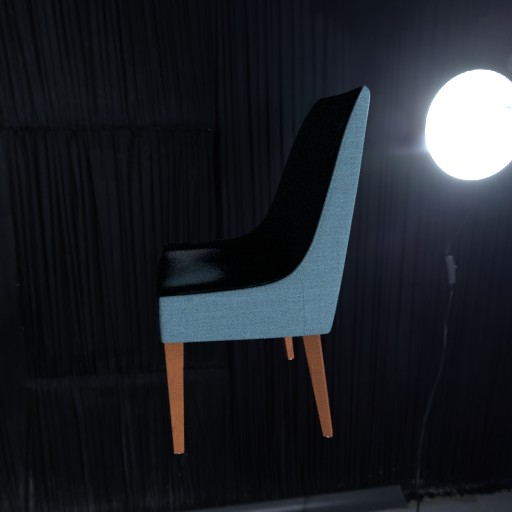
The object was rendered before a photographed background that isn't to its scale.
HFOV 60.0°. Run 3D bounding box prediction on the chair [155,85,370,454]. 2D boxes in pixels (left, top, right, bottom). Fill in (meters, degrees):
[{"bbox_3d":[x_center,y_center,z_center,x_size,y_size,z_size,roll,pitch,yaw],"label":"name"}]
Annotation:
[{"bbox_3d":[0.000,0.000,1.227,0.544,0.861,0.529,-2,15,-9],"label":"chair"}]
